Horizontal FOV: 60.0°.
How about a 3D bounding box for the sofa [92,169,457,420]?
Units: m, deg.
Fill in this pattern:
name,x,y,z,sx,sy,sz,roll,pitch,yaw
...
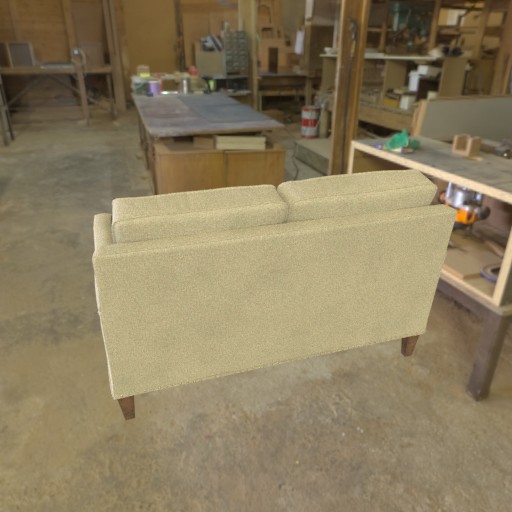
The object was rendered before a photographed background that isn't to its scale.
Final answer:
name,x,y,z,sx,sy,sz,roll,pitch,yaw
sofa,0.000,0.000,2.312,1.597,1.003,1.084,-8,27,-16
